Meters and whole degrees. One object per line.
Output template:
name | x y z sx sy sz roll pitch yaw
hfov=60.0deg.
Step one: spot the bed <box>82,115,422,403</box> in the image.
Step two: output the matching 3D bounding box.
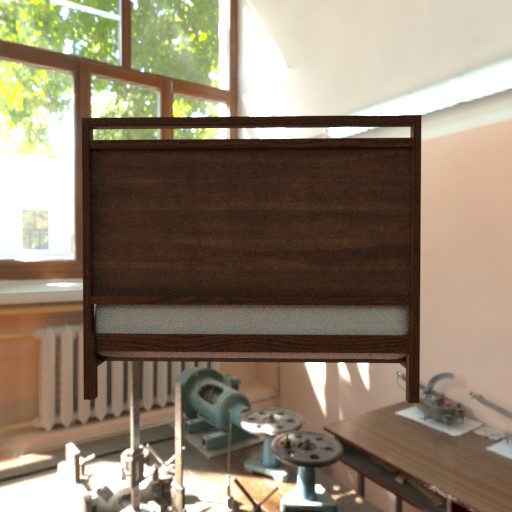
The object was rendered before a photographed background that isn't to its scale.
bed | 0.000 0.000 3.416 1.765 1.487 2.218 0 1 2
